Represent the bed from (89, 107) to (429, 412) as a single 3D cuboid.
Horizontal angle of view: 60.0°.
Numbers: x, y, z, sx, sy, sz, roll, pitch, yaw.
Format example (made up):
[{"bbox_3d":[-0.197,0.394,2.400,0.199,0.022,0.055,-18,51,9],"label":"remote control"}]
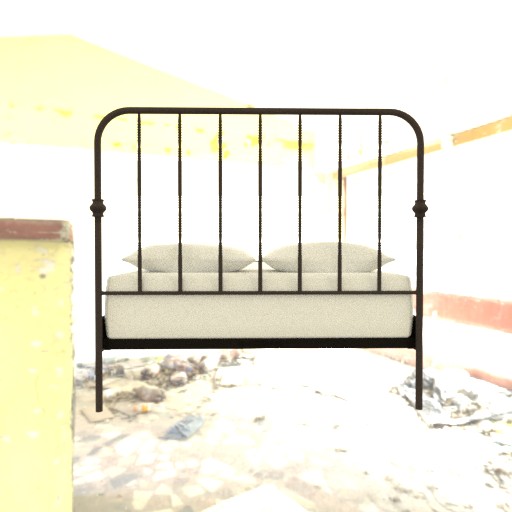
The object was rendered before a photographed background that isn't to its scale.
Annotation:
[{"bbox_3d":[0.000,0.000,3.148,1.616,1.446,2.134,0,1,-1],"label":"bed"}]
